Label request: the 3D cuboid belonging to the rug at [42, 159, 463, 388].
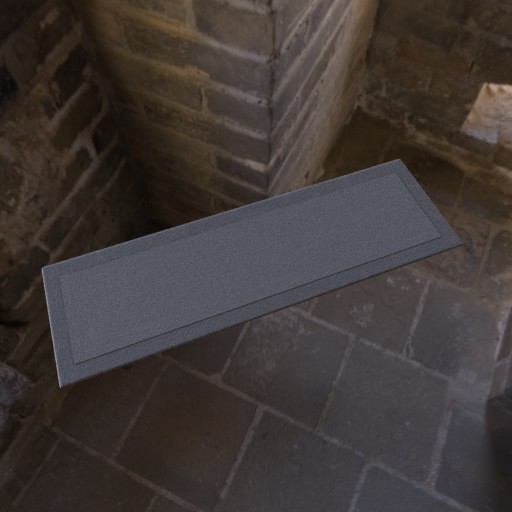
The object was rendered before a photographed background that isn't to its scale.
[{"bbox_3d":[0.000,0.000,2.668,2.430,0.012,0.759,-18,61,-11],"label":"rug"}]
